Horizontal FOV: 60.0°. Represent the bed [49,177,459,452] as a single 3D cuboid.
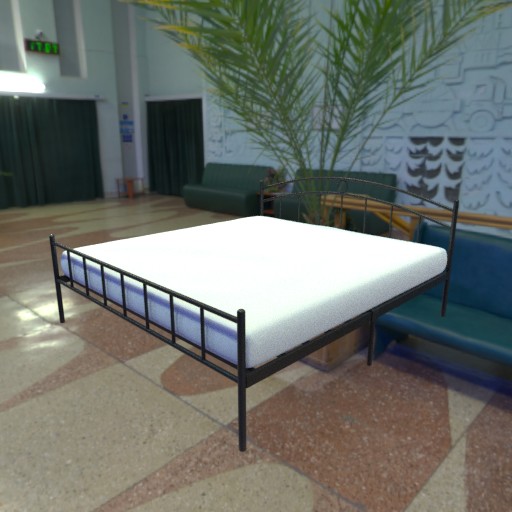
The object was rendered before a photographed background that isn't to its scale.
[{"bbox_3d":[0.000,0.000,3.054,2.040,0.940,1.880,-15,21,-43],"label":"bed"}]
